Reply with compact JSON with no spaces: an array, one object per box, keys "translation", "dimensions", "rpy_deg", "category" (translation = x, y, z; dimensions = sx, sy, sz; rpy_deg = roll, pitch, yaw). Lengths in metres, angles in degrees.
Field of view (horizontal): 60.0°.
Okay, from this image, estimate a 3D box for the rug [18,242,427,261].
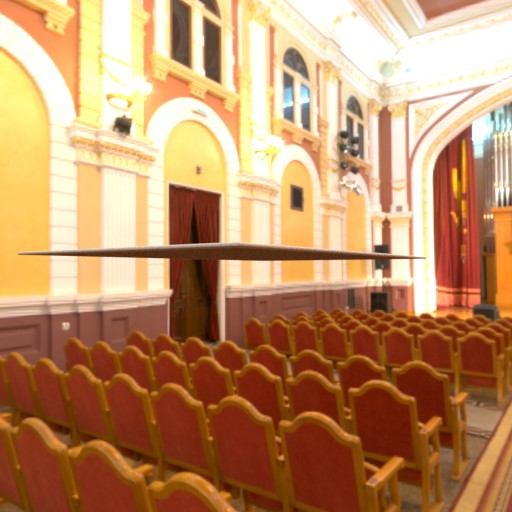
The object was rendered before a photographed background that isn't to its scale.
[{"translation":[0.000,0.000,2.288],"dimensions":[1.219,0.013,1.829],"rpy_deg":[-1,-2,36],"category":"rug"}]
